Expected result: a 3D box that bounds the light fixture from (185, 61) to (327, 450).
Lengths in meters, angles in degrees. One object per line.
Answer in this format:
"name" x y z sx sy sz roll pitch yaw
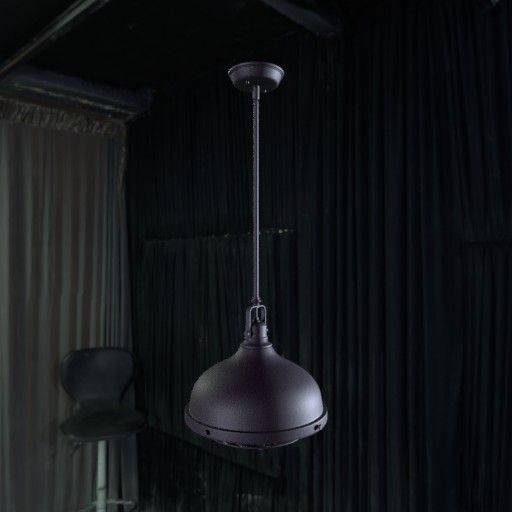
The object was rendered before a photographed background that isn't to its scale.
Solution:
"light fixture" 0.000 0.000 1.030 0.341 0.849 0.341 0 -1 37
